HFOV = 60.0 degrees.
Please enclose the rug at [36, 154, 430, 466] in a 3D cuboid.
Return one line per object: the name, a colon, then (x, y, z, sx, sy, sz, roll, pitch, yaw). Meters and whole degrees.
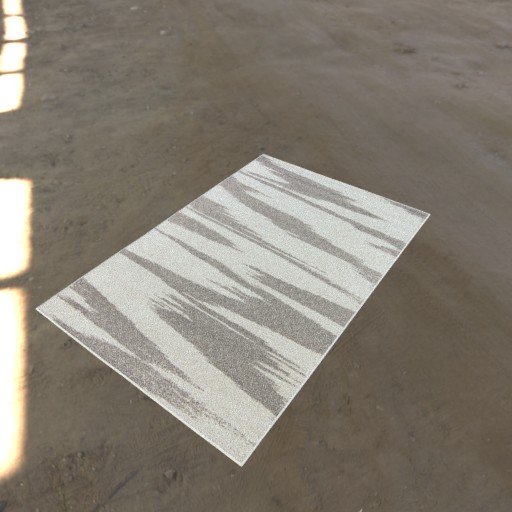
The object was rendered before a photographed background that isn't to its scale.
rug: (0.000, 0.000, 2.347, 1.225, 0.008, 1.827, 26, 48, 26)
